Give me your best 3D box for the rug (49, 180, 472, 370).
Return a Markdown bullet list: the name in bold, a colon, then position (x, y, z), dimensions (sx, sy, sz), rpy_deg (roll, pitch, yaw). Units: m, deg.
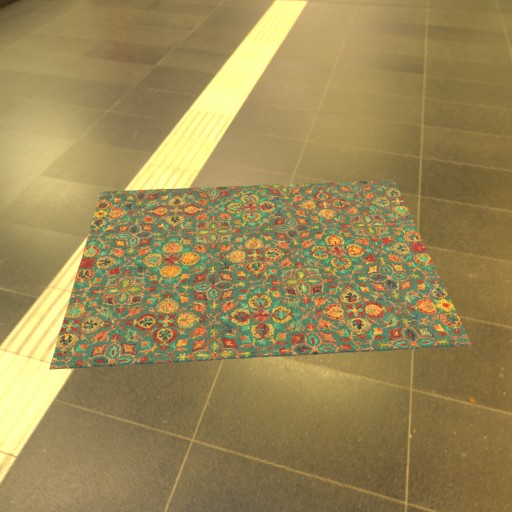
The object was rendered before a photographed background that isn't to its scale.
- **rug**: position (0.000, 0.000, 2.919), dimensions (2.290, 0.016, 1.527), rpy_deg (-3, 46, -3)
